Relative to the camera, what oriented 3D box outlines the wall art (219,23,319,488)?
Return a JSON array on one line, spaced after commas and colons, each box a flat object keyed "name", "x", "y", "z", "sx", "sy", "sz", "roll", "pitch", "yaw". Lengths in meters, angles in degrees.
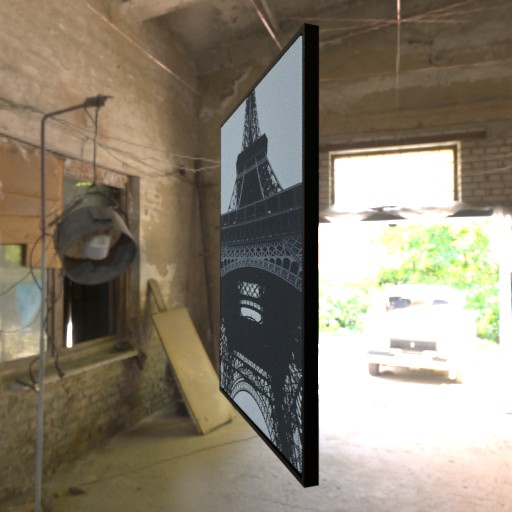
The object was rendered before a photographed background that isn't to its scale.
[{"name": "wall art", "x": 0.000, "y": 0.000, "z": 1.399, "sx": 0.040, "sy": 1.062, "sz": 0.805, "roll": 0, "pitch": -1, "yaw": -19}]
